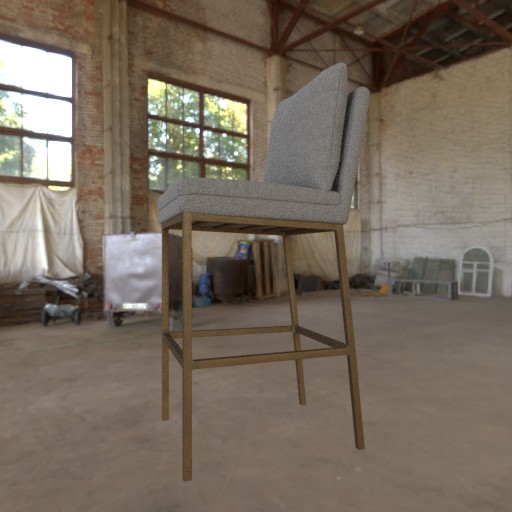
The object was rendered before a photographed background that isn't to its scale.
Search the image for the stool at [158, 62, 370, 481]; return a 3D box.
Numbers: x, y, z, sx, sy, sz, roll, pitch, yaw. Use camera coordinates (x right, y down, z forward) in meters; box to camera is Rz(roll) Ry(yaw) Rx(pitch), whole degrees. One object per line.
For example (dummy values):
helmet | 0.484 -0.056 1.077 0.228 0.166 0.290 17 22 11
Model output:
stool | 0.000 0.000 1.409 0.569 1.132 0.463 0 0 -19
